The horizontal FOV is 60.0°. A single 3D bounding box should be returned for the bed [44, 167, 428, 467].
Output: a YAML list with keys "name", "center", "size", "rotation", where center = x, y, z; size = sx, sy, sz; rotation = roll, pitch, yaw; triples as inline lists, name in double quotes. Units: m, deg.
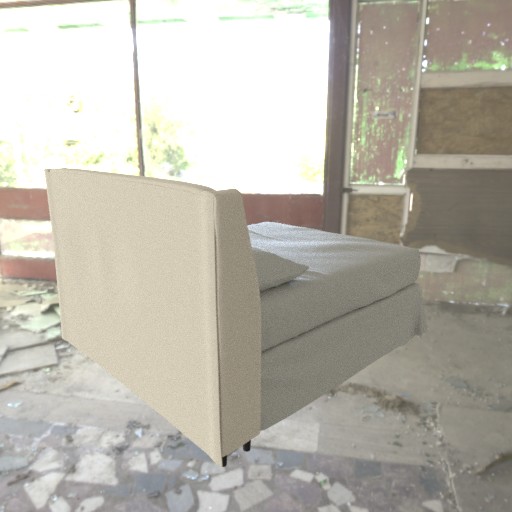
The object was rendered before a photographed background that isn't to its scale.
- name: "bed"
  center: [0.000, 0.000, 3.304]
  size: [2.276, 1.332, 1.925]
  rotation: [-14, 20, -42]
